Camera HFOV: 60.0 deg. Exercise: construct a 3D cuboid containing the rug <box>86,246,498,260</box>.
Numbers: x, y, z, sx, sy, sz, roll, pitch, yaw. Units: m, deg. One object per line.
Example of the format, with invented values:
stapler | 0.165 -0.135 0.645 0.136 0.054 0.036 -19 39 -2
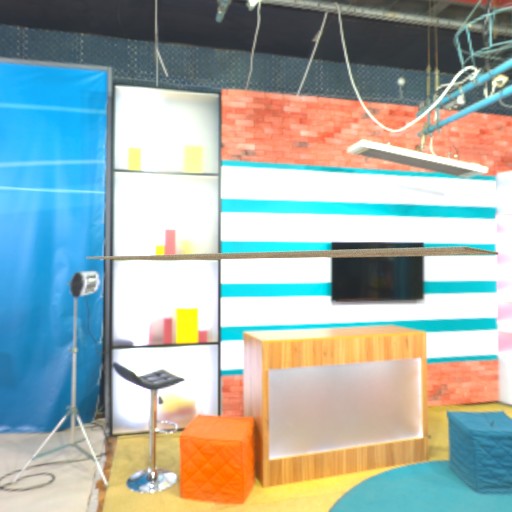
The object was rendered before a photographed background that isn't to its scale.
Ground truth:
rug | 0.000 0.000 2.468 2.297 0.013 0.661 -1 -2 37
